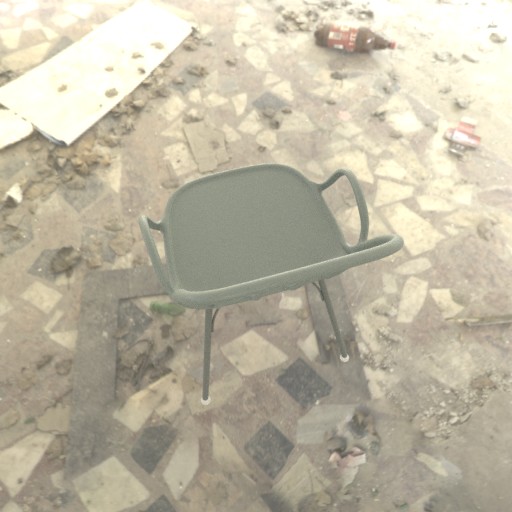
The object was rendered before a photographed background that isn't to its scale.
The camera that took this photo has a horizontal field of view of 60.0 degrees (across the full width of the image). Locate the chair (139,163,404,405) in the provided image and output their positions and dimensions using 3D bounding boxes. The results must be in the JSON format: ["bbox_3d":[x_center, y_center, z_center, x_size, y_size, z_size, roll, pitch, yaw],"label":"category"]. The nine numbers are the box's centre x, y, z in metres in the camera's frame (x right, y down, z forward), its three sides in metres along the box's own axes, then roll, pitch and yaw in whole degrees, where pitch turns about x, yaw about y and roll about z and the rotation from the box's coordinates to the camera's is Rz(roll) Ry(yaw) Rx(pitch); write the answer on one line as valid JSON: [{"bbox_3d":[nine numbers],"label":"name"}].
[{"bbox_3d":[0.000,0.000,1.233,0.549,0.816,0.597,-15,60,-9],"label":"chair"}]
